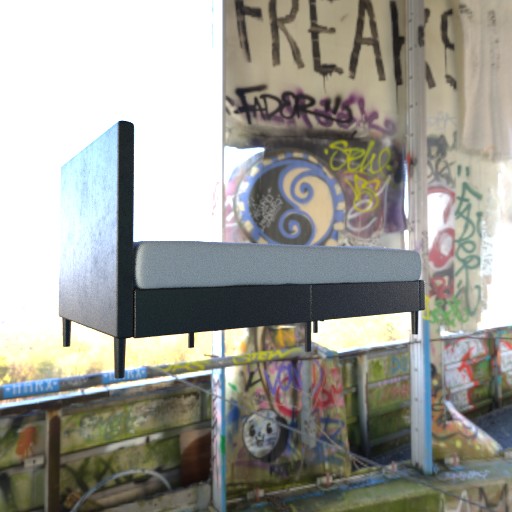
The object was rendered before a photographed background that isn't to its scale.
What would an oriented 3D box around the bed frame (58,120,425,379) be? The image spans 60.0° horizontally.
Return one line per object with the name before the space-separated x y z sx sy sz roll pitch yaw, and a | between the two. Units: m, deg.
bed frame | 0.000 0.000 2.640 2.152 1.046 1.038 1 -2 -36
